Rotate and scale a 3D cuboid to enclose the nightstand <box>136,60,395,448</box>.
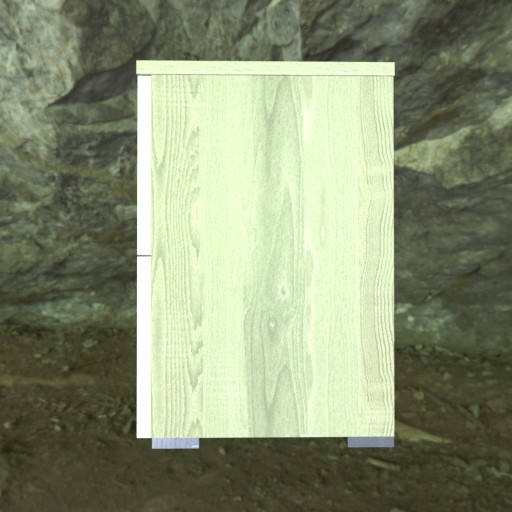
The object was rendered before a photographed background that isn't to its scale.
[{"bbox_3d":[0.000,0.000,0.748,0.325,0.461,0.442,0,-1,-1],"label":"nightstand"}]
